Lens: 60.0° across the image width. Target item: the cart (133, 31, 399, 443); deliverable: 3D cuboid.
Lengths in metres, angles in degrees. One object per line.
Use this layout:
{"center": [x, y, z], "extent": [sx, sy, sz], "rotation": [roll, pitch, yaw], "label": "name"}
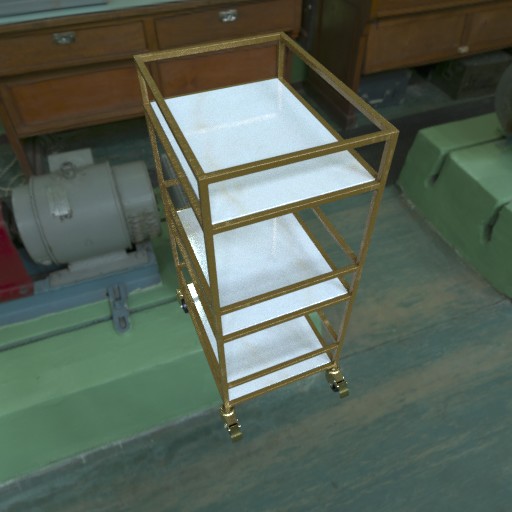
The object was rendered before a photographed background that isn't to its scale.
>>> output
{"center": [0.000, 0.000, 0.994], "extent": [0.332, 0.761, 0.483], "rotation": [-17, 49, -15], "label": "cart"}
